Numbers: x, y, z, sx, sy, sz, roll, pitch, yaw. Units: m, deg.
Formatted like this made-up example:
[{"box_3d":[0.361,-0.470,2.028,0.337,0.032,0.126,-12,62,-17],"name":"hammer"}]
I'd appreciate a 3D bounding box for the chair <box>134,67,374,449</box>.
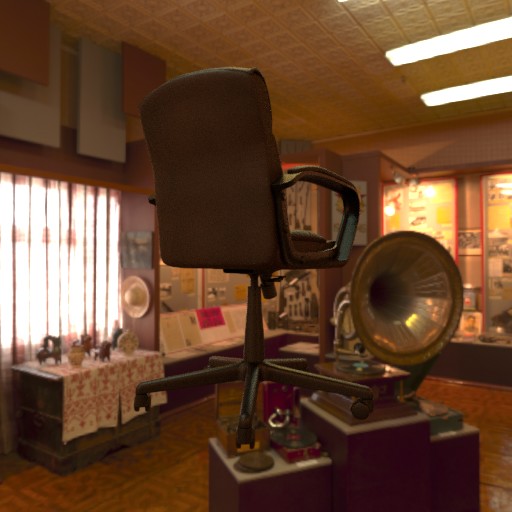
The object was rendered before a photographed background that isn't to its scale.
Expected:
[{"box_3d":[0.000,0.000,1.492,0.739,1.004,0.717,0,-1,36],"name":"chair"}]
